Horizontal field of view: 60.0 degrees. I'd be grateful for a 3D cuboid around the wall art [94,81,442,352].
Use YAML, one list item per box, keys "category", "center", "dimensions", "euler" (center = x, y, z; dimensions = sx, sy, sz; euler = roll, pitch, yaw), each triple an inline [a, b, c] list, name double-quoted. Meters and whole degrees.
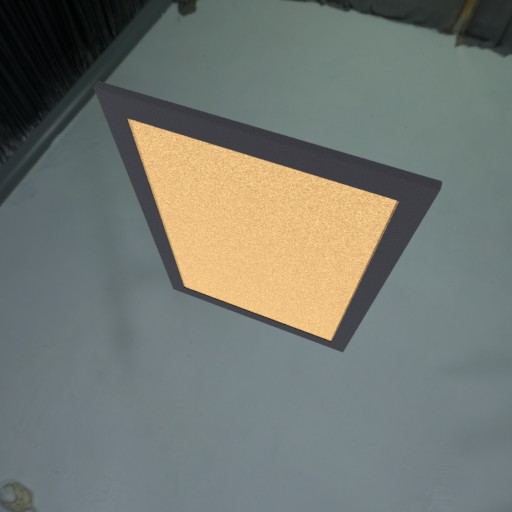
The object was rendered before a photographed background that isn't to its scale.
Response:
- category: "wall art"
  center: [0.000, 0.000, 0.680]
  dimensions: [0.374, 0.529, 0.012]
  euler: [19, 63, 10]
